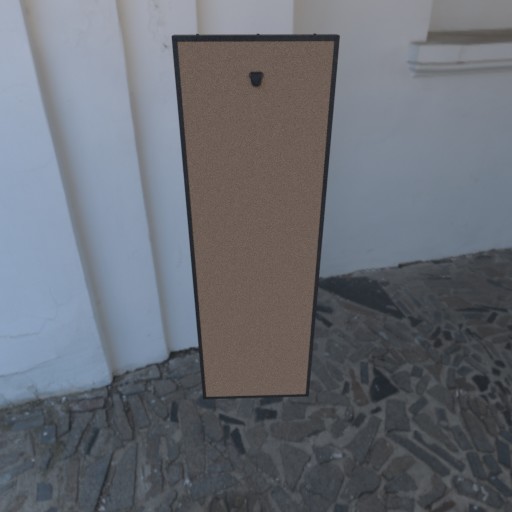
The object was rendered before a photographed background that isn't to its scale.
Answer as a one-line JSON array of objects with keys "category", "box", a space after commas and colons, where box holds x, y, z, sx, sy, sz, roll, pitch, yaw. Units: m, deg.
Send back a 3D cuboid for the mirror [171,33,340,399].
[{"category": "mirror", "box": [0.000, 0.000, 1.202, 0.354, 1.080, 0.042, -1, 31, -2]}]
